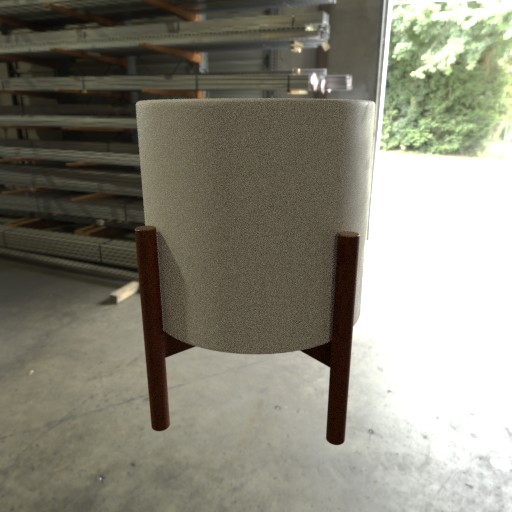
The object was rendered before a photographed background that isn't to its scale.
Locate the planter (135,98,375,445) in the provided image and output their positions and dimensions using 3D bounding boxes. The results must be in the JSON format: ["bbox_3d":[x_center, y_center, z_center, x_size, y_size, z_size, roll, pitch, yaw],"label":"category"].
[{"bbox_3d":[0.000,0.000,0.886,0.421,0.581,0.420,3,18,8],"label":"planter"}]
